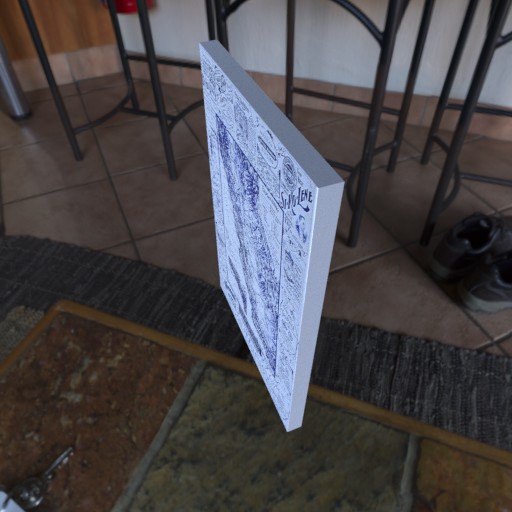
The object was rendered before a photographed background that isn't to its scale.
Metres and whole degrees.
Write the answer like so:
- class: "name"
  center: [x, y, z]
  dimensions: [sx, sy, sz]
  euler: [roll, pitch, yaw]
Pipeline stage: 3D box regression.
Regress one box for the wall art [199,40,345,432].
- class: "wall art"
  center: [0.000, 0.000, 0.997]
  dimensions: [0.039, 0.753, 0.511]
  euler: [-16, 48, -15]
